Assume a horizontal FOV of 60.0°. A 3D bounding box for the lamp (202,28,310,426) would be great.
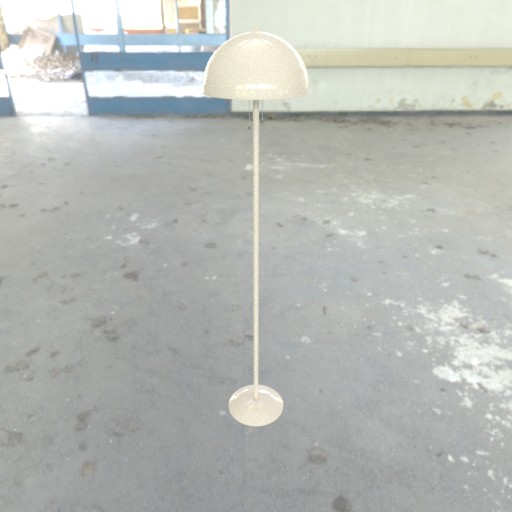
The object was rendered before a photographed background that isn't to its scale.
[{"bbox_3d":[0.000,0.000,1.617,0.328,1.480,0.328,0,28,0],"label":"lamp"}]
